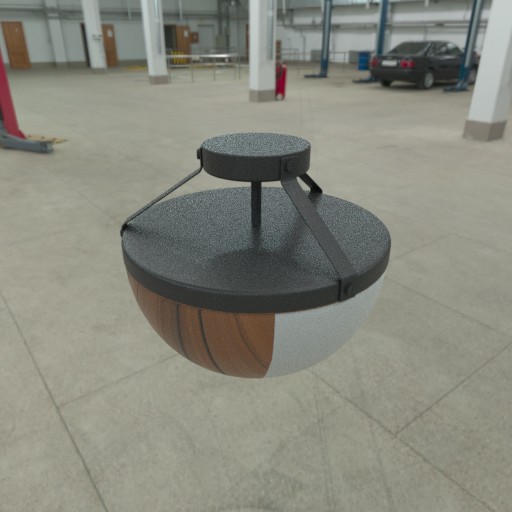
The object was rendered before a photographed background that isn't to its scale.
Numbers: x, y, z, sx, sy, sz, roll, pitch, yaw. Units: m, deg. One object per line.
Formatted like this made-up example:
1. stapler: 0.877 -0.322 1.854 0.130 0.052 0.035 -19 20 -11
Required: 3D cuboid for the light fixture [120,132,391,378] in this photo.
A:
1. light fixture: 0.000 0.000 0.532 0.304 0.269 0.304 0 26 0
